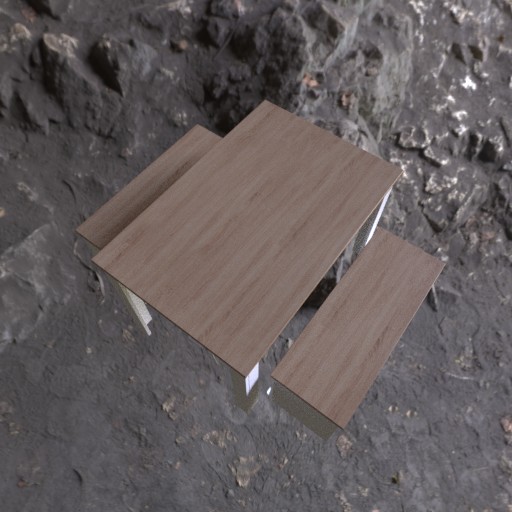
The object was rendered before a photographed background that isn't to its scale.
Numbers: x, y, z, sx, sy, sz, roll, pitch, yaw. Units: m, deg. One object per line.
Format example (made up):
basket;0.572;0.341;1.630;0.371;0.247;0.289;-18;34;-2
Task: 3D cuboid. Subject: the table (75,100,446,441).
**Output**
table;0.000;0.000;2.070;1.443;0.700;1.100;33;65;18
